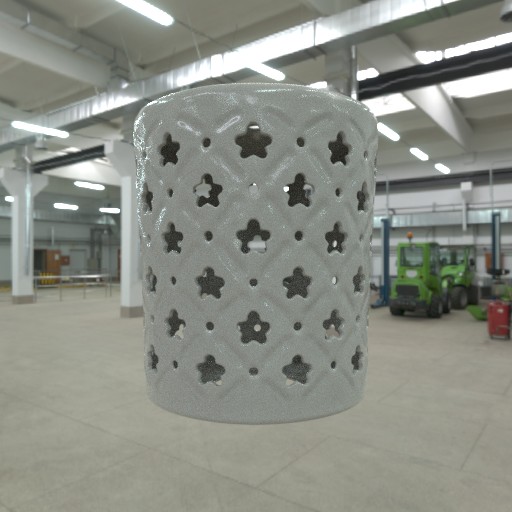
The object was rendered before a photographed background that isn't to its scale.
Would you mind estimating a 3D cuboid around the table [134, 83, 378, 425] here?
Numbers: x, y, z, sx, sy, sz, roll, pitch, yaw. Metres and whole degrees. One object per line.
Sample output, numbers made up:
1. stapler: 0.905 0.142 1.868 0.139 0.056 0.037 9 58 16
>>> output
1. table: 0.000 0.000 0.656 0.352 0.387 0.352 0 0 0
